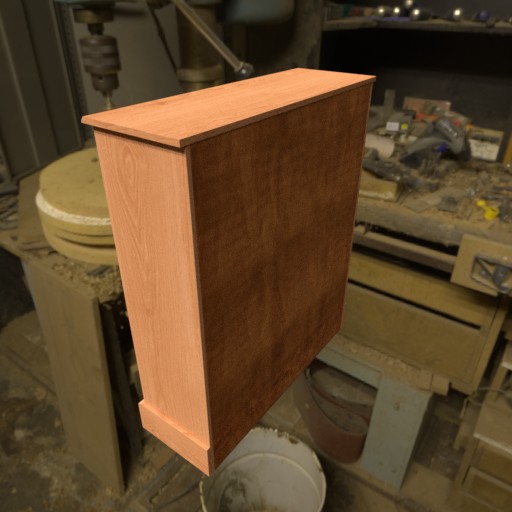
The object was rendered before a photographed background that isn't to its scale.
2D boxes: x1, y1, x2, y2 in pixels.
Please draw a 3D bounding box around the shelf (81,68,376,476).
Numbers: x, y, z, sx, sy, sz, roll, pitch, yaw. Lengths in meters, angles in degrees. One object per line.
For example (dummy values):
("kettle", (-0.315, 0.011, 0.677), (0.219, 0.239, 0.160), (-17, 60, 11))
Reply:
("shelf", (0.000, 0.000, 1.390), (0.291, 0.980, 0.840), (21, 37, 31))
